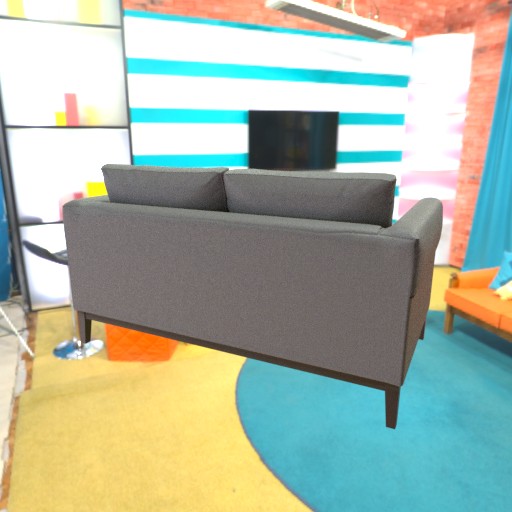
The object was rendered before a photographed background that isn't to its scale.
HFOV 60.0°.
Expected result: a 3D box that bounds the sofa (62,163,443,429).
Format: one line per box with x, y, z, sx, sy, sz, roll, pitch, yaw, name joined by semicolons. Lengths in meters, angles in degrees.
0.000;0.000;2.146;1.598;0.873;0.899;7;17;26;sofa
